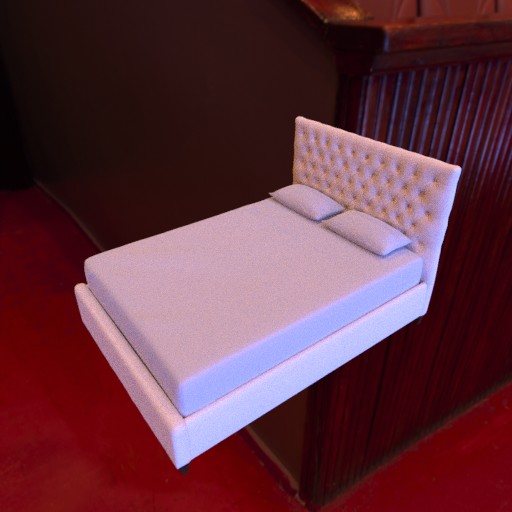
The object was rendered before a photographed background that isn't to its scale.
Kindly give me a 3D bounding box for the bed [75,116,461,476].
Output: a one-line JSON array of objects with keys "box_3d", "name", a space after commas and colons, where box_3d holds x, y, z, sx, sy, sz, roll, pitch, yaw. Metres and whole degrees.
[{"box_3d": [0.000, 0.000, 3.418, 2.387, 1.427, 1.698, -22, 38, -31], "name": "bed"}]
